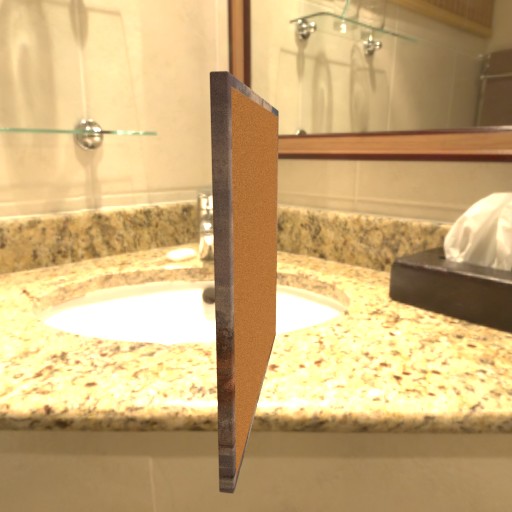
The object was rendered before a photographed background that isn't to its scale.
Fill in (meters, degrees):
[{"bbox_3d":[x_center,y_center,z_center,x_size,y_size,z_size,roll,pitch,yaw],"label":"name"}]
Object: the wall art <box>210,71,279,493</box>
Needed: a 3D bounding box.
[{"bbox_3d":[0.000,0.000,1.327,0.035,0.897,0.888,2,14,8],"label":"wall art"}]
